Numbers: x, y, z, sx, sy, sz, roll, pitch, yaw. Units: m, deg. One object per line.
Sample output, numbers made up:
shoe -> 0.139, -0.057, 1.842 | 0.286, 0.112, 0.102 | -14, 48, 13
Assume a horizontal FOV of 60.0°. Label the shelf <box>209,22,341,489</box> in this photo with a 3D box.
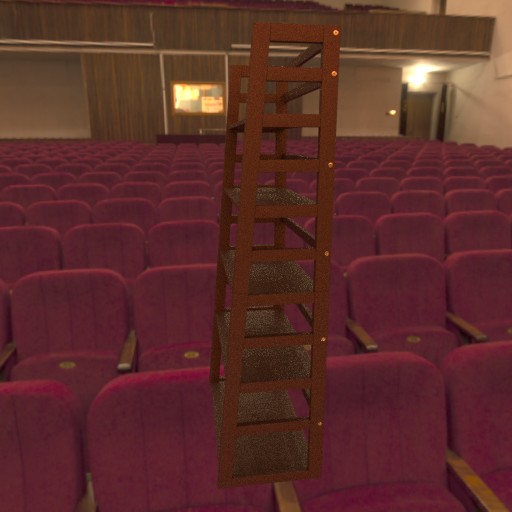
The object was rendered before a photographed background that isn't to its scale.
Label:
shelf -> 0.000, 0.000, 1.859 | 0.403, 1.600, 0.763 | -2, 14, -8
